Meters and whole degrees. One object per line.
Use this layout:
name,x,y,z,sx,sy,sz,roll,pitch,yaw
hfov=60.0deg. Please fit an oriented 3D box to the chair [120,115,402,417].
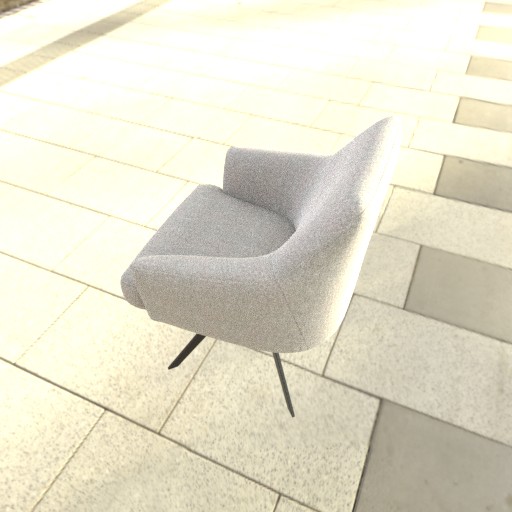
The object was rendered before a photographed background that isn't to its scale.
chair,0.000,0.000,1.383,0.677,0.874,0.642,16,47,16
